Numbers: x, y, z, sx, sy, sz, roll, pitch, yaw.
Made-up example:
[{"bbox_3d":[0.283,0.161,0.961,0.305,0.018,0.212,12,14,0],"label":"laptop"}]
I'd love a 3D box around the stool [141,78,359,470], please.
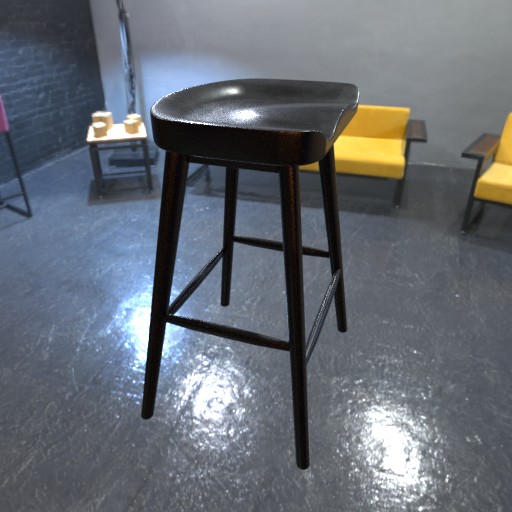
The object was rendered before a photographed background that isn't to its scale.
[{"bbox_3d":[0.000,0.000,0.894,0.361,0.615,0.440,10,32,17],"label":"stool"}]
